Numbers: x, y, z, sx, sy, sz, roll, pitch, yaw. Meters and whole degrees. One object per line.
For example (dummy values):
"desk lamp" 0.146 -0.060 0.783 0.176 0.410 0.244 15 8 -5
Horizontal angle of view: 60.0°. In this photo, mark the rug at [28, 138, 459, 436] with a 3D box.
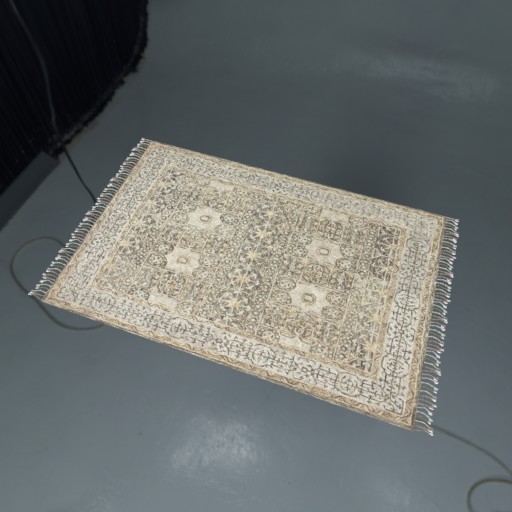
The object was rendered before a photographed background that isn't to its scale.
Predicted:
"rug" 0.000 0.000 2.380 2.029 0.010 1.237 17 58 11
